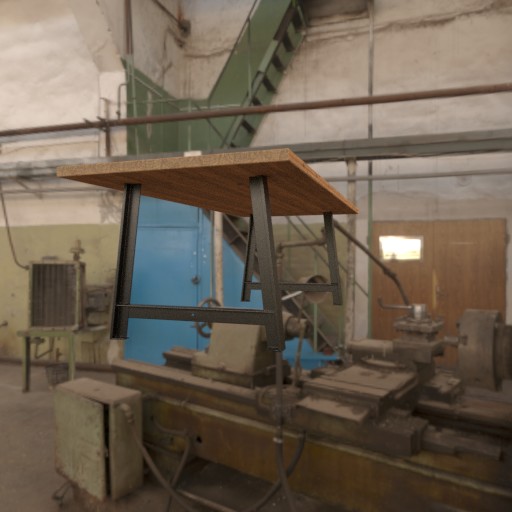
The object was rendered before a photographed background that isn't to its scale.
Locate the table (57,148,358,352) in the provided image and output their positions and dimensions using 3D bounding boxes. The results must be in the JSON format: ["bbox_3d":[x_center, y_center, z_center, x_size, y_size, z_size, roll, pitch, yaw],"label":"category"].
[{"bbox_3d":[0.000,0.000,2.723,1.000,0.757,2.200,0,0,19],"label":"table"}]
